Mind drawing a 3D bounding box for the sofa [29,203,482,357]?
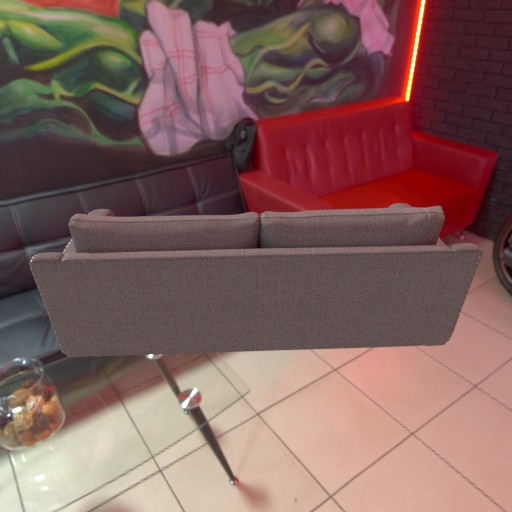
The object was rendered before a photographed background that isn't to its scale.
[{"bbox_3d":[0.000,0.000,2.706,2.208,0.857,1.000,-1,30,-2],"label":"sofa"}]
